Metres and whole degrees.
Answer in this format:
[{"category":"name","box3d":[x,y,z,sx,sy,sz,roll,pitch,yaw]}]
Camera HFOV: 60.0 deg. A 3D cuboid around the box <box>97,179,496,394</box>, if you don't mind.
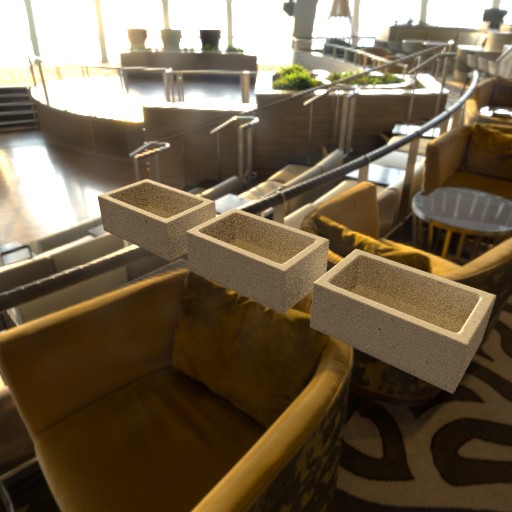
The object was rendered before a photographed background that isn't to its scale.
[{"category":"box","box3d":[0.000,0.000,0.488,0.461,0.051,0.082,22,36,33]}]
